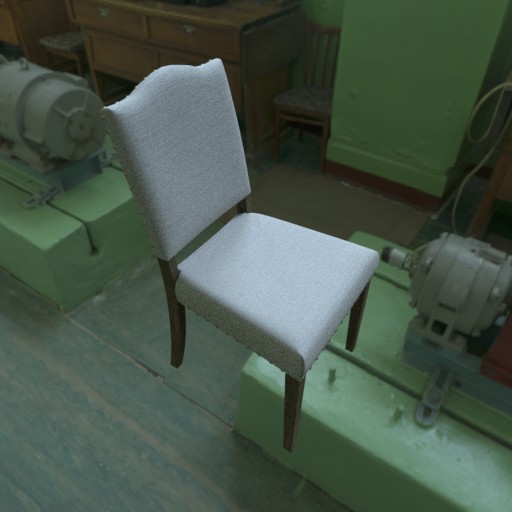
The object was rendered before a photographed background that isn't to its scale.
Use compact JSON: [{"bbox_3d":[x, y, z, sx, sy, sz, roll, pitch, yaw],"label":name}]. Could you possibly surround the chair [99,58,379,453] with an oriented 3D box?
[{"bbox_3d":[0.000,0.000,1.355,0.620,1.020,0.508,24,46,25],"label":"chair"}]
